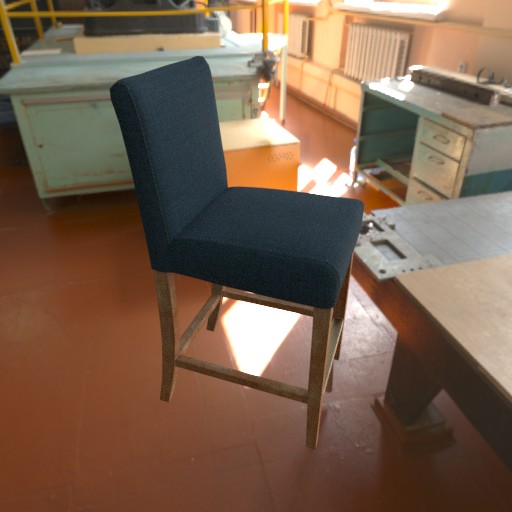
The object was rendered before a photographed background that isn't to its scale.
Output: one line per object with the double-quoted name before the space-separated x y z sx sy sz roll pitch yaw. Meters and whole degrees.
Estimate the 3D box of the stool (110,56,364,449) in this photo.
"stool" 0.000 0.000 1.333 0.567 1.039 0.454 10 33 16
